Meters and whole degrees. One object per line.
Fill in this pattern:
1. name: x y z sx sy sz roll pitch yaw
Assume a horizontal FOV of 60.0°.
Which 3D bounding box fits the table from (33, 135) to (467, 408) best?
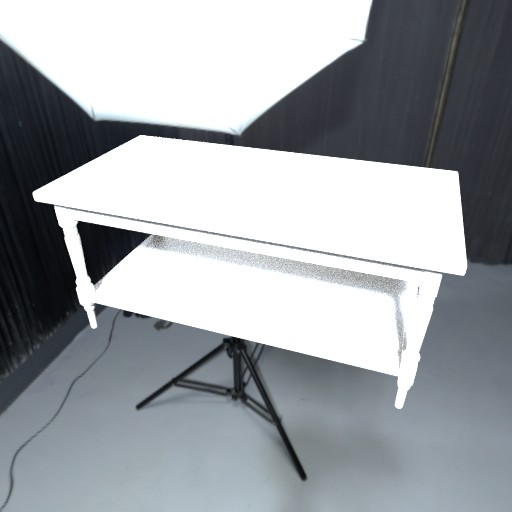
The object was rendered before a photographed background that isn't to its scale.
1. table: 0.000 0.000 1.414 1.107 0.510 0.550 11 34 16
